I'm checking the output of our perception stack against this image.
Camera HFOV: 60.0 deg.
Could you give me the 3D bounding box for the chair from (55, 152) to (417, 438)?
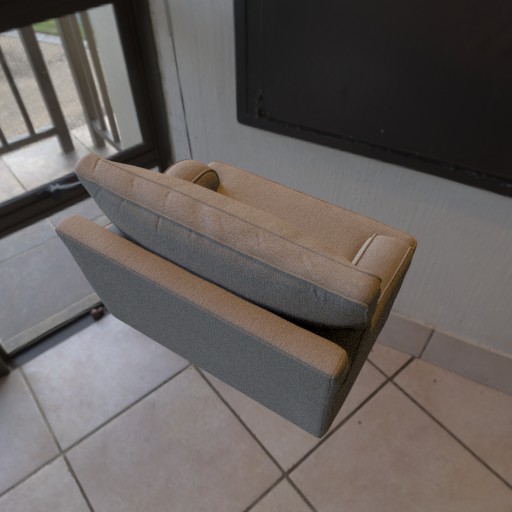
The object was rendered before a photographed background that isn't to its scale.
[{"bbox_3d":[0.000,0.000,1.997,1.220,1.016,1.041,25,52,21],"label":"chair"}]
